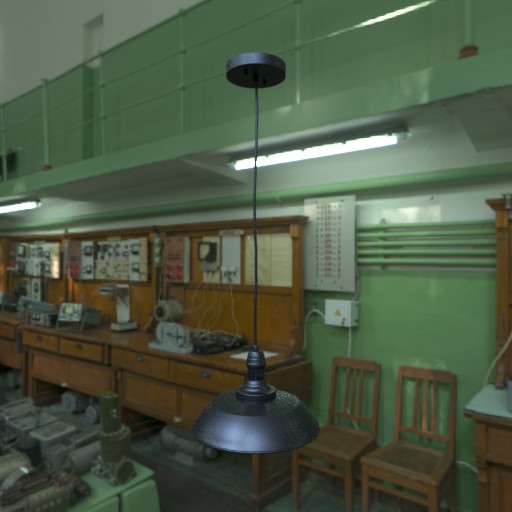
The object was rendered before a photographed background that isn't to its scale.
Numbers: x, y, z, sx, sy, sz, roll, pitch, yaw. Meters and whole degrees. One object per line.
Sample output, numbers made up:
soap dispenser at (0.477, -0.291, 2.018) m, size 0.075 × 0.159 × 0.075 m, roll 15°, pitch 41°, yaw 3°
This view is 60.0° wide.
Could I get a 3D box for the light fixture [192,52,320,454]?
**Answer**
light fixture at (0.000, 0.000, 1.157) m, size 0.331 × 0.993 × 0.331 m, roll 0°, pitch -1°, yaw 37°
